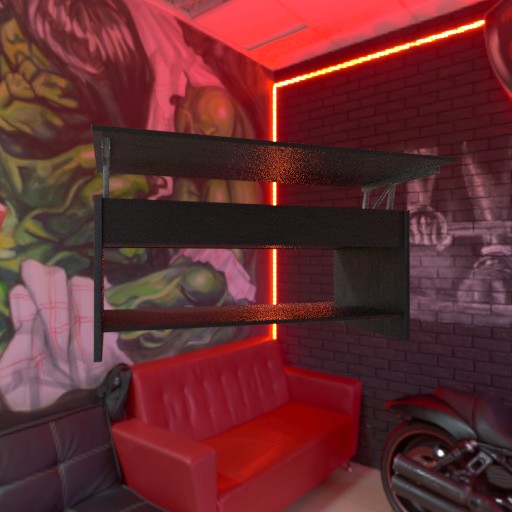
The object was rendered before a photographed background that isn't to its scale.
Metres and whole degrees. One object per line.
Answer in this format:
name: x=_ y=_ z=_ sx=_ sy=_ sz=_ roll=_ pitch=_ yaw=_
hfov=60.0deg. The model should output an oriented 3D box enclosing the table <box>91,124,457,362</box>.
table: x=0.000 y=0.000 z=1.467 sx=1.000 sy=0.570 sz=0.712 roll=0 pitch=-1 yaw=-18
